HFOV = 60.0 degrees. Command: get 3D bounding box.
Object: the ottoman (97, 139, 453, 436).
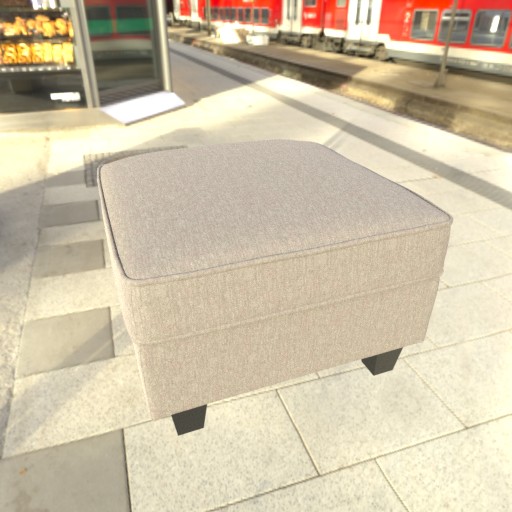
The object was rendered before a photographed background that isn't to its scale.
[{"bbox_3d":[0.000,0.000,1.412,0.871,0.612,0.808,-11,31,-18],"label":"ottoman"}]
